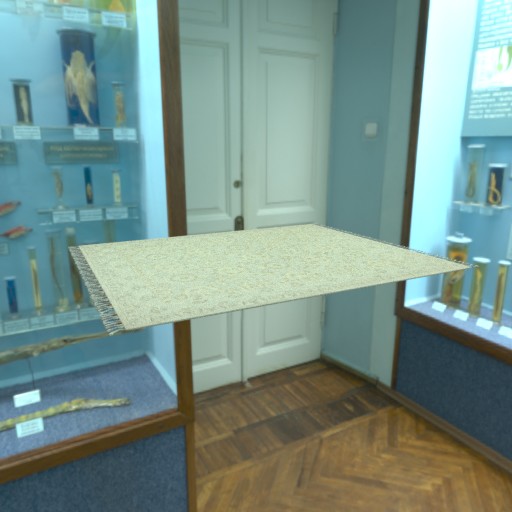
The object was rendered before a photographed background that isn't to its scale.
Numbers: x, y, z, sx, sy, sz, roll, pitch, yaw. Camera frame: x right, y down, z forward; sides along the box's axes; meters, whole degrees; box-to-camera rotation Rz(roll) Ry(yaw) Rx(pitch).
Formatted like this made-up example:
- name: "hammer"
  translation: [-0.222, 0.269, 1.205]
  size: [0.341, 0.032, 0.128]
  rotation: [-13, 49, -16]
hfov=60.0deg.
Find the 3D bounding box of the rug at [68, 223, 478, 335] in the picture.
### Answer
- name: "rug"
  translation: [0.000, 0.000, 4.114]
  size: [3.043, 0.013, 2.444]
  rotation: [-7, 16, -26]
